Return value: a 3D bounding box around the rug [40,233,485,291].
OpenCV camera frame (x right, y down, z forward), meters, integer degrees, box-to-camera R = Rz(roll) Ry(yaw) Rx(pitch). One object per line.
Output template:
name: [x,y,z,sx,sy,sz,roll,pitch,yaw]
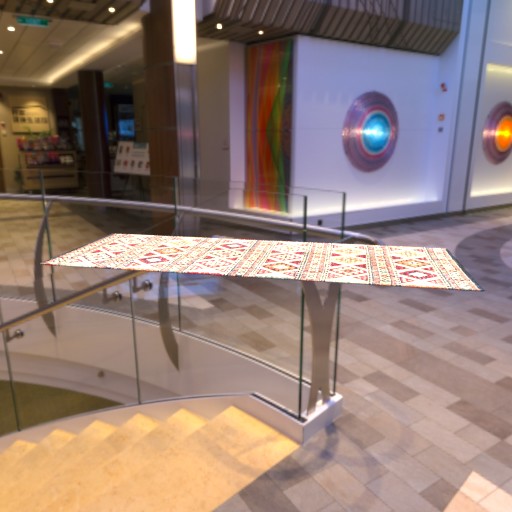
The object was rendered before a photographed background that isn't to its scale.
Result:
rug: [0.000,0.000,2.694,2.362,0.008,0.832,3,15,11]
